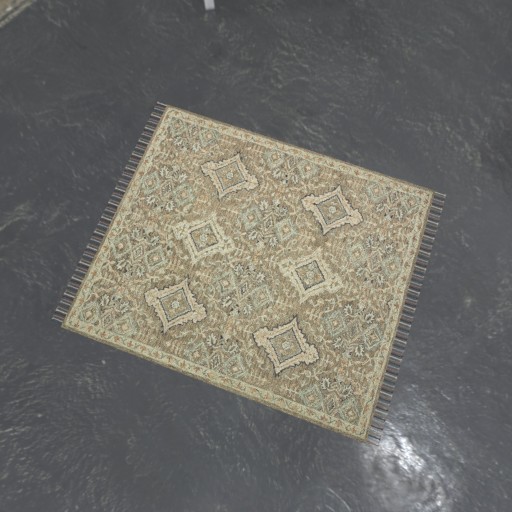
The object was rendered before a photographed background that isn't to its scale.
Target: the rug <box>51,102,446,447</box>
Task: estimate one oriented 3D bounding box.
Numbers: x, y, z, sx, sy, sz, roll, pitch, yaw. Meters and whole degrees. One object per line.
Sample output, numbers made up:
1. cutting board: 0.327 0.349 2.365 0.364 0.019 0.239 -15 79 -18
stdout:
1. rug: 0.000 0.000 4.152 3.056 0.010 2.437 19 75 5
